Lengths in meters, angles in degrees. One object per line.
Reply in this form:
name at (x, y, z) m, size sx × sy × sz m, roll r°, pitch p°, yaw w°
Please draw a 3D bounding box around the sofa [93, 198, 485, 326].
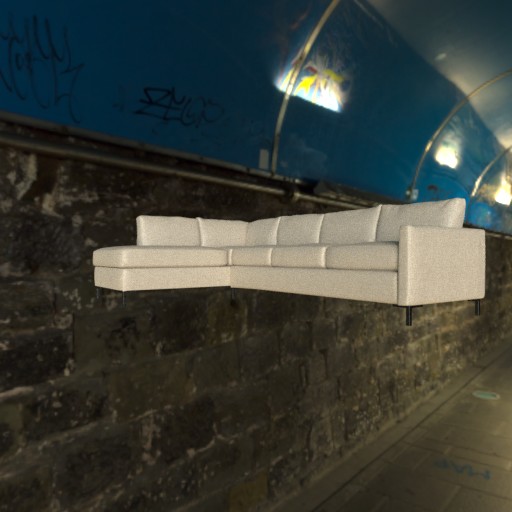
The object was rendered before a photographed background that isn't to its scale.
sofa at (0.000, 0.000, 3.123) m, size 1.617 × 0.703 × 2.423 m, roll 0°, pitch 0°, yaw -35°
